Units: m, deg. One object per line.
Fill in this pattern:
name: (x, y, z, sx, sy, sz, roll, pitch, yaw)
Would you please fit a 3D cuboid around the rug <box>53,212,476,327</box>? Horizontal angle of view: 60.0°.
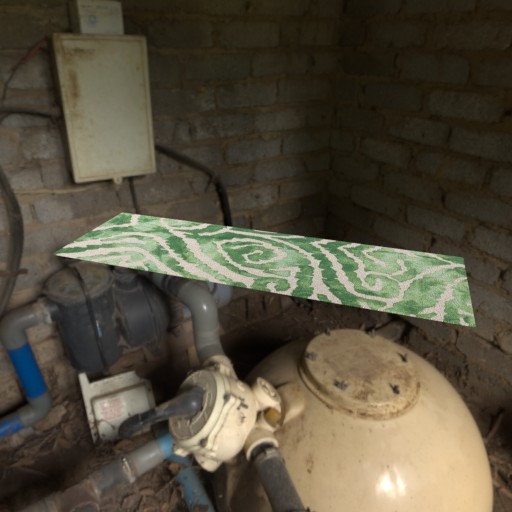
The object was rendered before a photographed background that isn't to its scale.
rug: (0.000, 0.000, 2.758, 2.438, 0.006, 0.761, 9, 28, 17)
